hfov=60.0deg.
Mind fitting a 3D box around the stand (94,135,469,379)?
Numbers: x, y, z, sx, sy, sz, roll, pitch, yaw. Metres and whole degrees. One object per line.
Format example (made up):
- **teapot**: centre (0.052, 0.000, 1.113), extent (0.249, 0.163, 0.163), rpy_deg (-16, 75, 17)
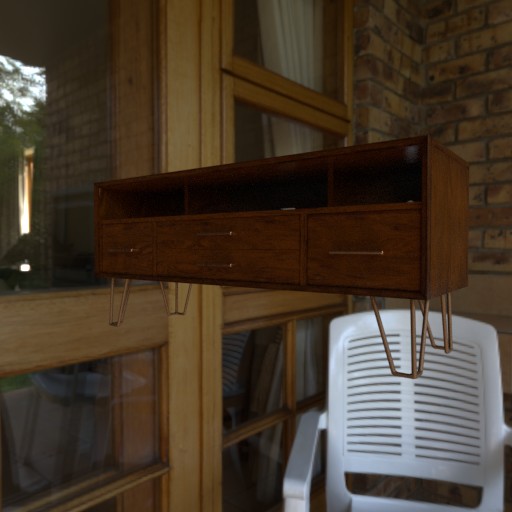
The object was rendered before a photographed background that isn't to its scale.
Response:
- **stand**: centre (0.000, 0.000, 1.664), extent (1.372, 0.610, 0.481), rpy_deg (1, 2, 37)
